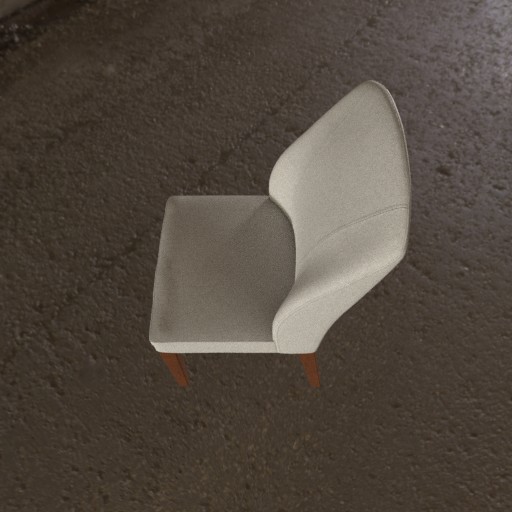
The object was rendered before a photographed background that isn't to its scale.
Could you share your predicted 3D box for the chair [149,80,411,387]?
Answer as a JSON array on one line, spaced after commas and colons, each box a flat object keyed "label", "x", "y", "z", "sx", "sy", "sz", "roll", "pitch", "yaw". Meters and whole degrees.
[{"label": "chair", "x": 0.000, "y": 0.000, "z": 1.183, "sx": 0.540, "sy": 0.893, "sz": 0.472, "roll": 0, "pitch": 58, "yaw": 0}]
